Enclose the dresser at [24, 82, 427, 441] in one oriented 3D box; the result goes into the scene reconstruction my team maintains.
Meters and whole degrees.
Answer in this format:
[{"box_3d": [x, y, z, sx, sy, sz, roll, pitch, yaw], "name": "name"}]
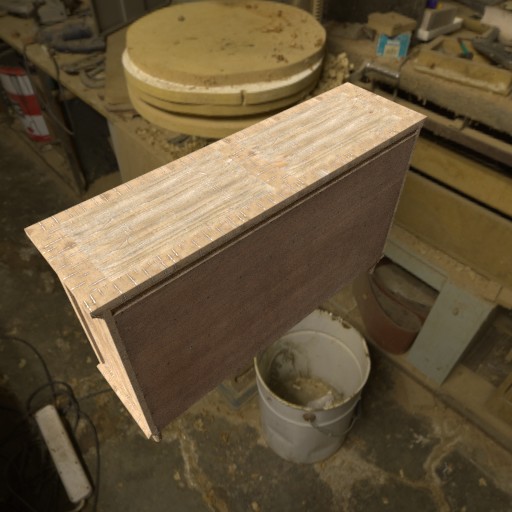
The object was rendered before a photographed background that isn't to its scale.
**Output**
[{"box_3d": [0.000, 0.000, 2.072, 1.626, 1.016, 0.457, -33, 54, -28], "name": "dresser"}]
